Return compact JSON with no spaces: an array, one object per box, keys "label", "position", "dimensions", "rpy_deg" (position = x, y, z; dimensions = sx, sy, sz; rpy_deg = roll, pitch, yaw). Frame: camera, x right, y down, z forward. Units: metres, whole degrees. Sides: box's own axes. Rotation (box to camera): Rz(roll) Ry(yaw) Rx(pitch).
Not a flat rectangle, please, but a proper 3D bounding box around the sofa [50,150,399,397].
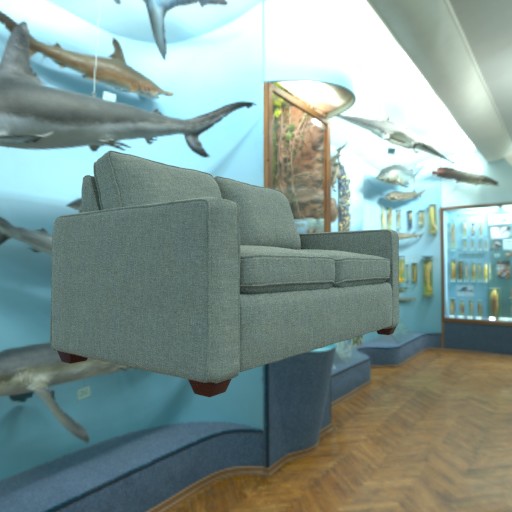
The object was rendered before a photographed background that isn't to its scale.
[{"label":"sofa","position":[0.000,0.000,2.274],"dimensions":[0.945,0.915,1.706],"rpy_deg":[-1,-2,37]}]
